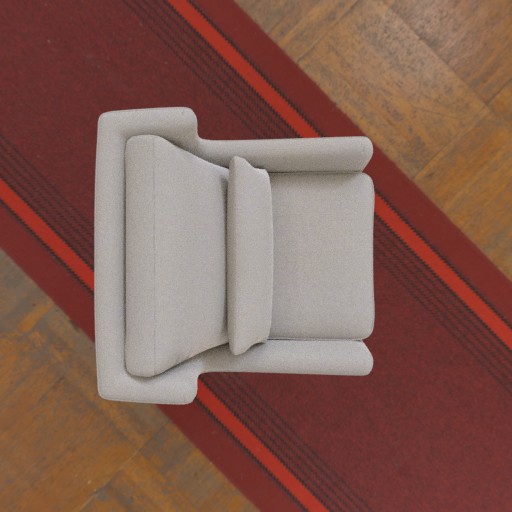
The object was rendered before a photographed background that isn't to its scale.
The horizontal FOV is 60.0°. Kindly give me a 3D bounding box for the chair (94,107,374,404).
[{"bbox_3d":[0.000,0.000,1.921,1.040,1.056,0.982,0,90,1],"label":"chair"}]
